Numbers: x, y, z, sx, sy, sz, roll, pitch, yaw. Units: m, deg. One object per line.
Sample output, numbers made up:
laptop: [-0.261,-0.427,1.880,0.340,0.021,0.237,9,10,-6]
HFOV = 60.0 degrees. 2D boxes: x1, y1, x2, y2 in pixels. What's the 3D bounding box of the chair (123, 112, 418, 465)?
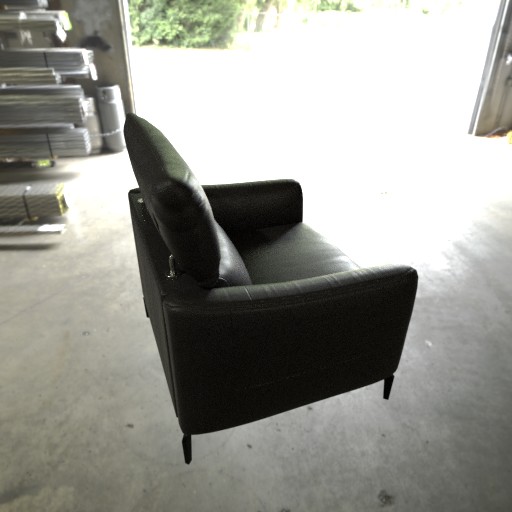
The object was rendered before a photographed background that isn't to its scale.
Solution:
chair: [0.000,0.000,1.660,0.809,0.949,0.976,-11,31,-18]
